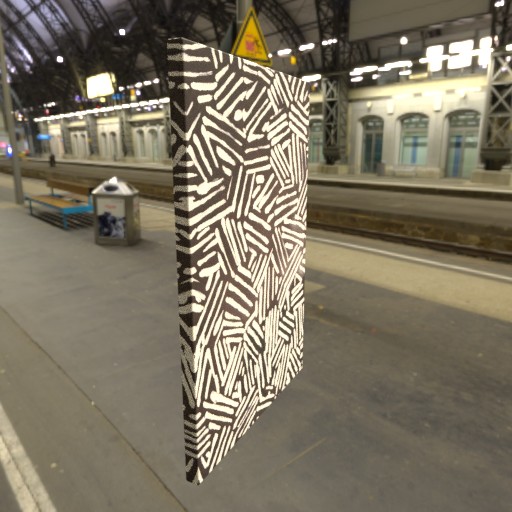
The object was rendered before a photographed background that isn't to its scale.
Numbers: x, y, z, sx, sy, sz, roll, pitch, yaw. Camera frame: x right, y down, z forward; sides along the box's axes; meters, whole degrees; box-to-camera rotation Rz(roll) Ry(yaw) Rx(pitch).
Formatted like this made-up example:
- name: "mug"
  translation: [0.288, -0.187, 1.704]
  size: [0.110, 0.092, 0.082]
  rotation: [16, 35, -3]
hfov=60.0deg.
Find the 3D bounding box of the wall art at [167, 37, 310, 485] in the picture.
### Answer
- name: "wall art"
  translation: [0.000, 0.000, 1.149]
  size: [0.035, 0.918, 0.615]
  rotation: [7, 15, 27]
